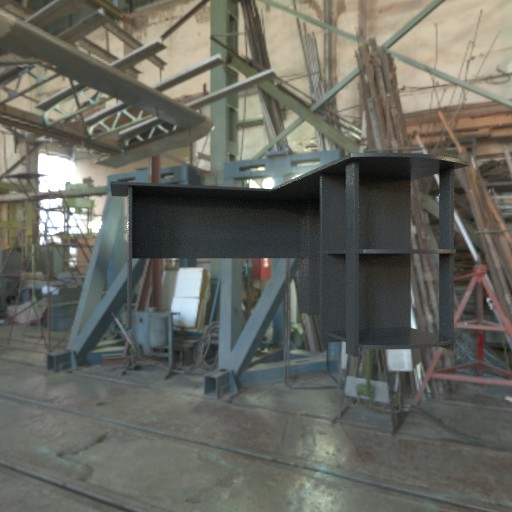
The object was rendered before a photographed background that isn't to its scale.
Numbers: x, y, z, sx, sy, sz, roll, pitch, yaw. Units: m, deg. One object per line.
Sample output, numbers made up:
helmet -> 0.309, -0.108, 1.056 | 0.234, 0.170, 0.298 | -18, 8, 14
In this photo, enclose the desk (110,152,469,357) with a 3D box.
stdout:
desk -> 0.000, 0.000, 2.070 | 1.303, 0.716, 1.361 | 0, 0, -17
